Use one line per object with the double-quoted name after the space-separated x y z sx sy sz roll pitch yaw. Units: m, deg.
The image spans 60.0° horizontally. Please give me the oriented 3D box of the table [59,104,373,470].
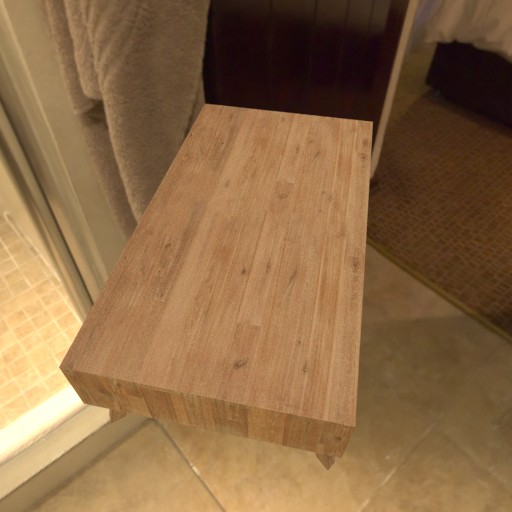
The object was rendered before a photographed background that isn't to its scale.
0.000 0.000 2.032 0.918 0.531 1.619 9 49 8 "table"
